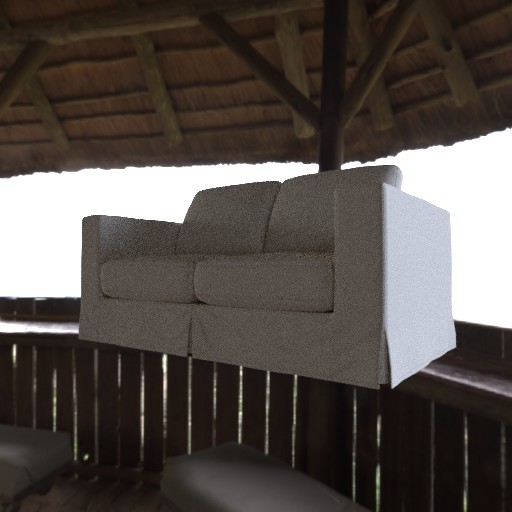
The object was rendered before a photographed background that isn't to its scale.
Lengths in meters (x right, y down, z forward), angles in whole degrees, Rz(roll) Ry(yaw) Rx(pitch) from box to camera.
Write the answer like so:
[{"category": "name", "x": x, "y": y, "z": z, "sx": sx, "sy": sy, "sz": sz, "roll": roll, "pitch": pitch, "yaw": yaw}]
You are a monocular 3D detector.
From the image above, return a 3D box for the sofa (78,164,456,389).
[{"category": "sofa", "x": 0.000, "y": 0.000, "z": 2.405, "sx": 1.813, "sy": 0.932, "sz": 1.009, "roll": -1, "pitch": -2, "yaw": 36}]
